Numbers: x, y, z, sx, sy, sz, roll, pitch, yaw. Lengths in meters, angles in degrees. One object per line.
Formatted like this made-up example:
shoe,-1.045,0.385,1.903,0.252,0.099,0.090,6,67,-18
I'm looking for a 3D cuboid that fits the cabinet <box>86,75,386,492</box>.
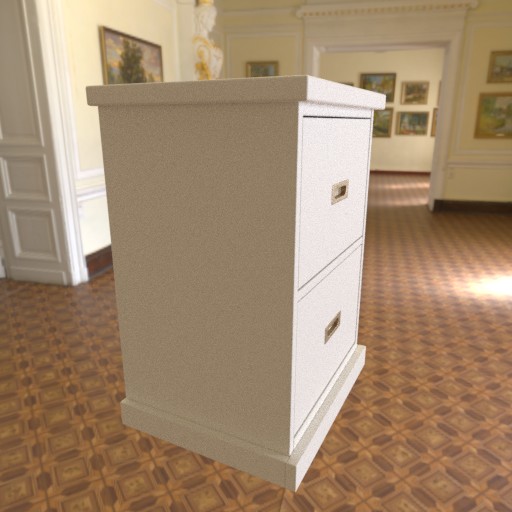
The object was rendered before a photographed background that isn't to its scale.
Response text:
cabinet,0.000,0.000,1.033,0.431,0.723,0.520,8,19,26
